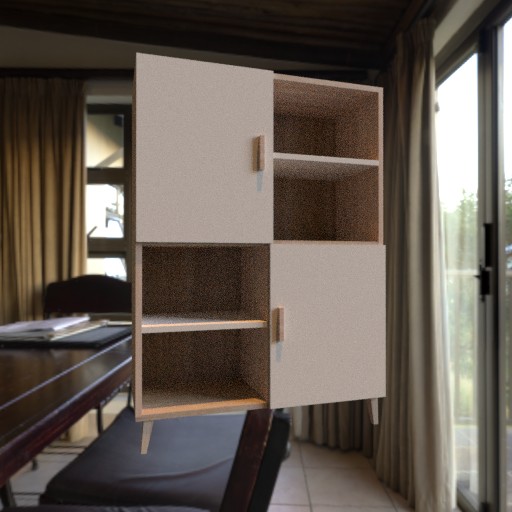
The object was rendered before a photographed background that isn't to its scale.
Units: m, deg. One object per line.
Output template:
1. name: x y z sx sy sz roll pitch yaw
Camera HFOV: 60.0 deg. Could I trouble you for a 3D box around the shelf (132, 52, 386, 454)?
1. shelf: 0.000 0.000 1.869 0.995 1.405 0.434 0 0 -17
